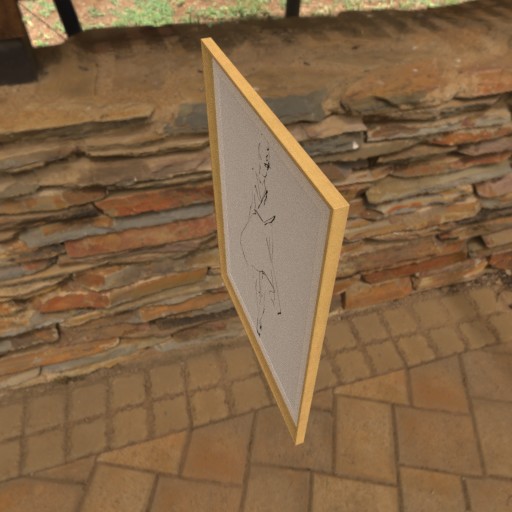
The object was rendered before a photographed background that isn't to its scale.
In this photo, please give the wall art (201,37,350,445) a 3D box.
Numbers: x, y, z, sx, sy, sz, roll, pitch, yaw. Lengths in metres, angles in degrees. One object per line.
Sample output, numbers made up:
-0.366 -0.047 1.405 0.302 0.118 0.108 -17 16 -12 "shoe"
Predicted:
0.000 0.000 1.354 0.030 1.002 0.798 -15 48 -14 "wall art"
